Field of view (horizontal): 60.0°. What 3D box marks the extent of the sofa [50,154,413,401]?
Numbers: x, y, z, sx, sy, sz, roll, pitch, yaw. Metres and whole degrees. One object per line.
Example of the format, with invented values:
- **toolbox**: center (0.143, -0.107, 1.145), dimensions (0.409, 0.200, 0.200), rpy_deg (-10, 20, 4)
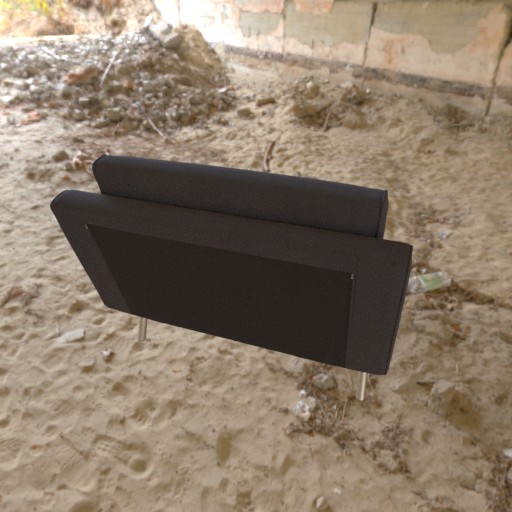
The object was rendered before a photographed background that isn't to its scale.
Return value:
- **sofa**: center (0.000, 0.000, 1.885), dimensions (1.220, 0.910, 0.910), rpy_deg (11, 32, 17)
